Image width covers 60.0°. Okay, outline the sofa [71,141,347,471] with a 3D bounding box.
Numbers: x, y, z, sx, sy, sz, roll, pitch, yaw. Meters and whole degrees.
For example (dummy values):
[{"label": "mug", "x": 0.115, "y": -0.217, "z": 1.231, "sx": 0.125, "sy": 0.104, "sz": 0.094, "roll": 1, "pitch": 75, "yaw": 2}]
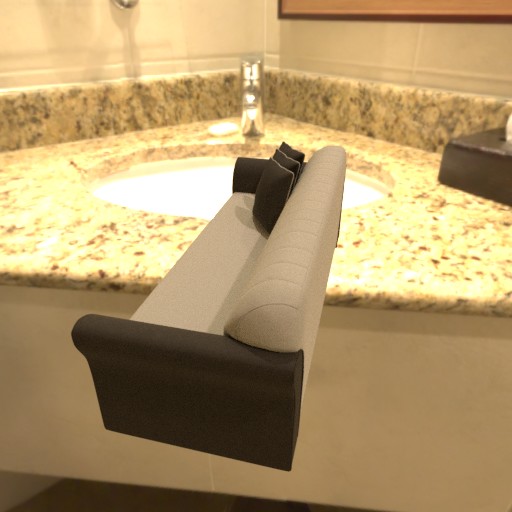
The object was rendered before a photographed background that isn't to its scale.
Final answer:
[{"label": "sofa", "x": 0.000, "y": 0.000, "z": 2.317, "sx": 0.755, "sy": 0.787, "sz": 2.001, "roll": 7, "pitch": 30, "yaw": 12}]
